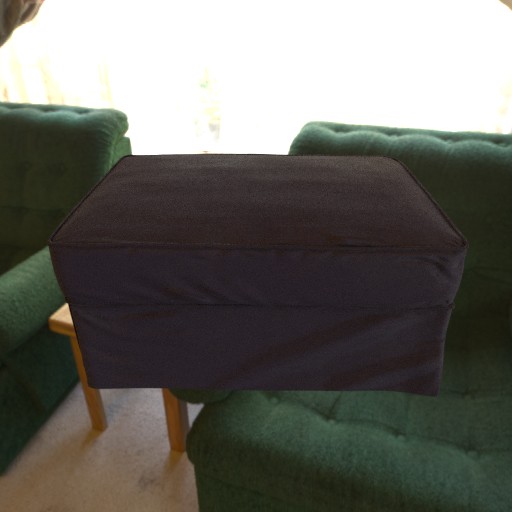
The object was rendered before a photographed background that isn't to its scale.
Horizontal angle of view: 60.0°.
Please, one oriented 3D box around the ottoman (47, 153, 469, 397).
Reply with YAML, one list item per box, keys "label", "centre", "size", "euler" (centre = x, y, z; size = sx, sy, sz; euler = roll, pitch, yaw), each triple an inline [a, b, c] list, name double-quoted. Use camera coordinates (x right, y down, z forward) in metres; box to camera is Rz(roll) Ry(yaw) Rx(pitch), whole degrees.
- label: "ottoman"
  centre: [0.000, 0.000, 1.289]
  size: [0.938, 0.503, 0.637]
  euler: [1, 30, 1]
